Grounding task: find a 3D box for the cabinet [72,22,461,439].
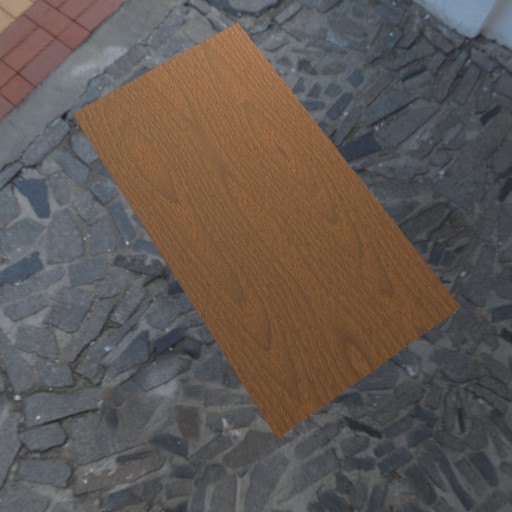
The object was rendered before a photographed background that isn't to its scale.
[{"bbox_3d":[0.000,0.000,1.174,0.388,0.748,0.712,-33,78,-8],"label":"cabinet"}]
